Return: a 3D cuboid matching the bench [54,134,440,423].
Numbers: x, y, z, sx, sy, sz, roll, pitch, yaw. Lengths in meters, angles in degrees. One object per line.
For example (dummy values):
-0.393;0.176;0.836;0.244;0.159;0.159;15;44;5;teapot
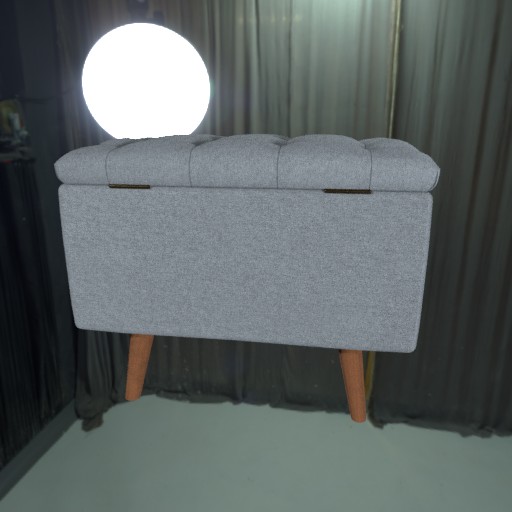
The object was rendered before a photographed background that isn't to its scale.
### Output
0.000;0.000;0.882;0.572;0.469;0.417;3;17;8;bench
